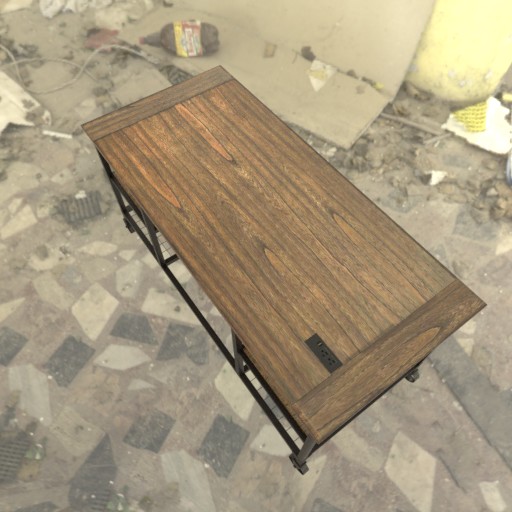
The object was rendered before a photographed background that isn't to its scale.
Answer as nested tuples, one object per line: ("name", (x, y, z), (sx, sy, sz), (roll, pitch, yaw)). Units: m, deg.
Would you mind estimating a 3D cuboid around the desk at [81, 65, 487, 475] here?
("desk", (0.000, 0.000, 1.970), (0.711, 0.751, 1.590), (-31, 63, -18))
